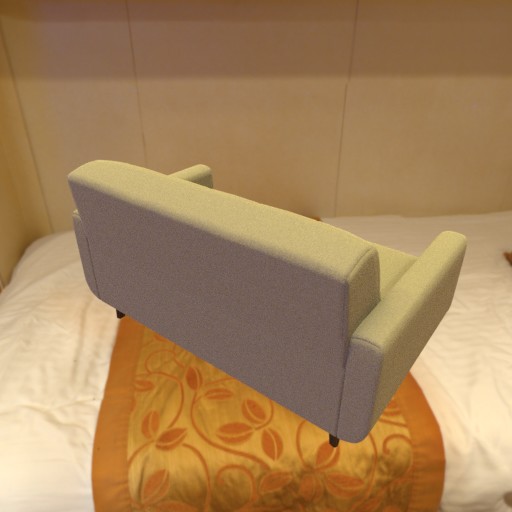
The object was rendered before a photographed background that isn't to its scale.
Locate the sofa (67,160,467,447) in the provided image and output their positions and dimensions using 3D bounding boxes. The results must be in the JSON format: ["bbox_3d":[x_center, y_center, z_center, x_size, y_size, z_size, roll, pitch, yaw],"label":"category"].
[{"bbox_3d":[0.000,0.000,2.145,1.655,0.892,0.980,21,36,32],"label":"sofa"}]
